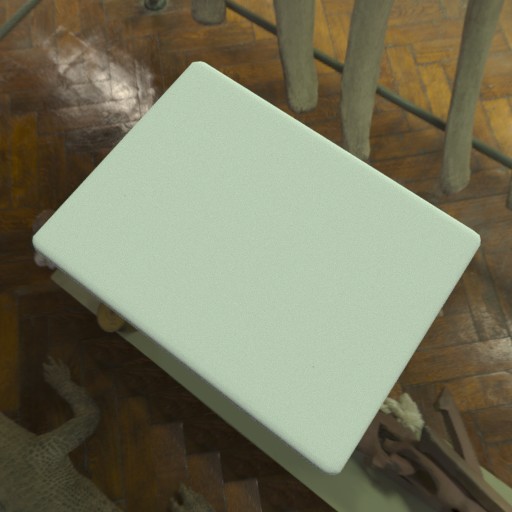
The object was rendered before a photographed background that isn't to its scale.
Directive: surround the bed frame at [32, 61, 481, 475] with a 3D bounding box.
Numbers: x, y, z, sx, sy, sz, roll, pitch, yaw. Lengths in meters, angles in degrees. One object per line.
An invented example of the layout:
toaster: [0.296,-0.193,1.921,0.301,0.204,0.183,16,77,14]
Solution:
bed frame: [0.000,0.000,2.751,2.037,0.677,1.528,35,77,9]
